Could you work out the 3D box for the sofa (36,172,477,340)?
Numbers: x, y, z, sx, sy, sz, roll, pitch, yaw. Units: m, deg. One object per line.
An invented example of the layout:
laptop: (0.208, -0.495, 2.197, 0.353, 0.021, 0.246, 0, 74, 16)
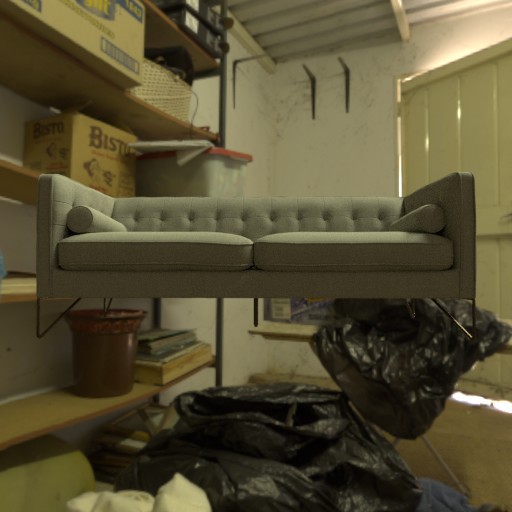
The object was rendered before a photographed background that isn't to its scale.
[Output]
sofa: (0.000, 0.000, 2.504, 2.079, 0.798, 0.912, 0, -1, 1)
